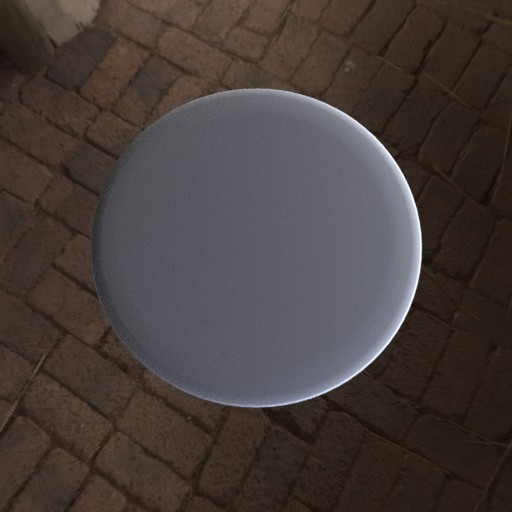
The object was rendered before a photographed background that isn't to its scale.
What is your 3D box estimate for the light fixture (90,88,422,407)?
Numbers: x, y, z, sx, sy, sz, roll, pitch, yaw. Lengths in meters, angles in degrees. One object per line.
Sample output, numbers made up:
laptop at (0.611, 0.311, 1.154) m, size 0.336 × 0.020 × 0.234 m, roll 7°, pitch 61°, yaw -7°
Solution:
light fixture at (0.000, 0.000, 0.635) m, size 0.393 × 0.229 × 0.393 m, roll 0°, pitch 76°, yaw 0°
